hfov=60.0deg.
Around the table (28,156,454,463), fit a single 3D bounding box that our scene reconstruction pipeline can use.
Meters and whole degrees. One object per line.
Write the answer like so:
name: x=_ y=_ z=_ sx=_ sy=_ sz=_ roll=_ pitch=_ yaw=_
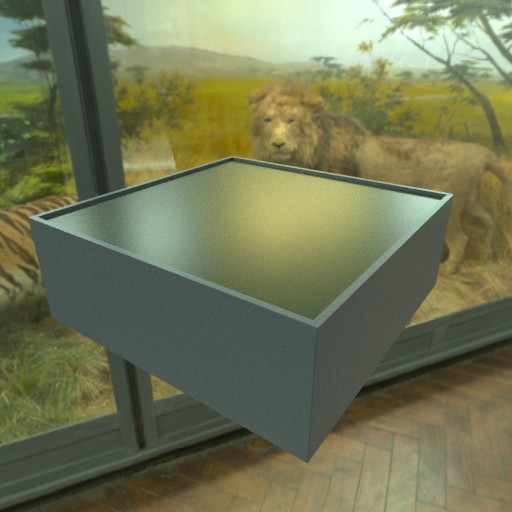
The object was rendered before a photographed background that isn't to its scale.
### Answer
table: x=0.000 y=0.000 z=1.234 sx=0.801 sy=0.299 sz=0.801 roll=17 pitch=31 yaw=32
